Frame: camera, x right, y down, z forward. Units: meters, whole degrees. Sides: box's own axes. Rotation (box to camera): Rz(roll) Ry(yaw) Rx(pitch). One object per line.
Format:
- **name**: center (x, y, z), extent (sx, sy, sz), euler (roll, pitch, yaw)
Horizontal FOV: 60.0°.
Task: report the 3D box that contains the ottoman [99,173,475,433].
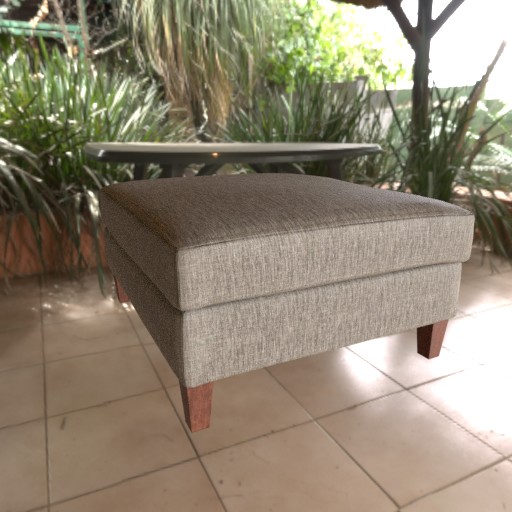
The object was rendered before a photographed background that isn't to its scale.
- **ottoman**: center (0.000, 0.000, 1.457), extent (0.839, 0.492, 0.994), euler (-8, 18, -26)
